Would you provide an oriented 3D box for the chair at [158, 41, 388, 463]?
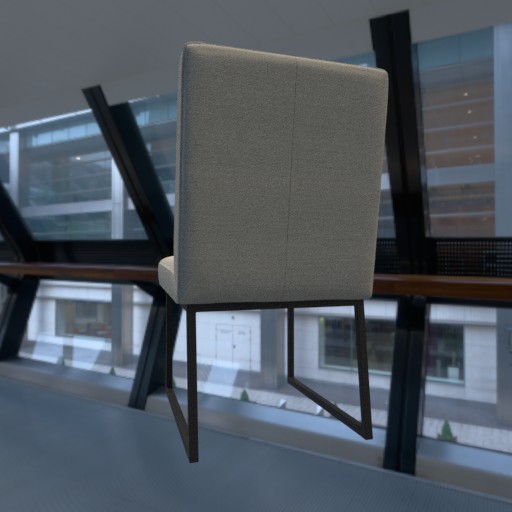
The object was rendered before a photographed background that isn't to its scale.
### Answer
[{"bbox_3d":[0.000,0.000,1.302,0.520,0.930,0.634,0,-1,-17],"label":"chair"}]
